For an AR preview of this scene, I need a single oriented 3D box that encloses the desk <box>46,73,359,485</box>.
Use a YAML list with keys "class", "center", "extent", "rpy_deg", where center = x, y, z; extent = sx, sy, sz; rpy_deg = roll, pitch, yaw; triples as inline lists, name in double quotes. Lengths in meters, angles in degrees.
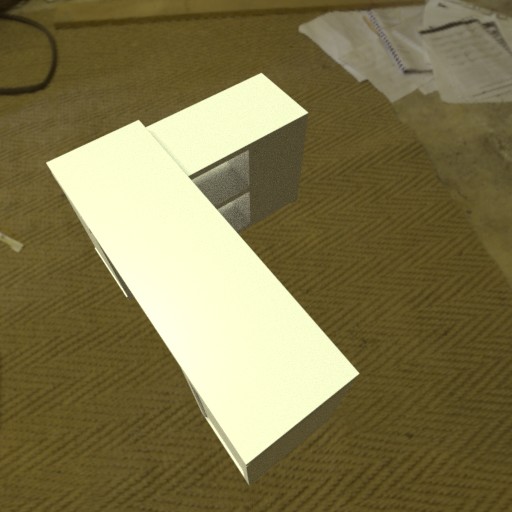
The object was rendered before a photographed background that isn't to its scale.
- class: "desk"
  center: [0.000, 0.000, 2.159]
  extent: [1.200, 0.753, 1.524]
  rpy_deg: [-32, 64, -18]
